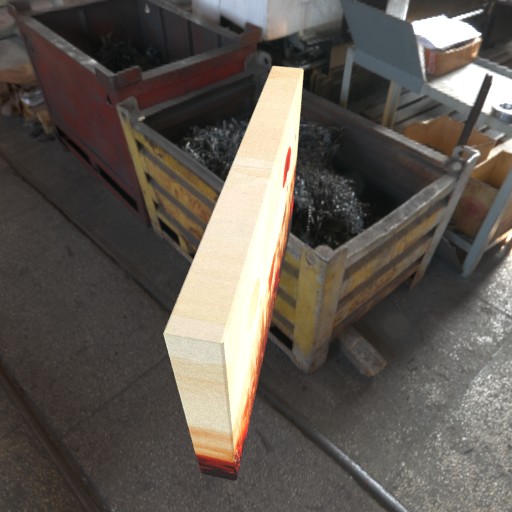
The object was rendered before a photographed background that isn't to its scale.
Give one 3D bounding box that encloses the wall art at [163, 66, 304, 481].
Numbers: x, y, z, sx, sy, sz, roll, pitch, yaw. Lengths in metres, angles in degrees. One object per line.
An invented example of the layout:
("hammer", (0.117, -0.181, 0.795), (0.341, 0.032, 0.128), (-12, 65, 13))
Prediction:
("wall art", (0.000, 0.000, 0.483), (0.037, 0.251, 0.383), (8, 47, 8))
